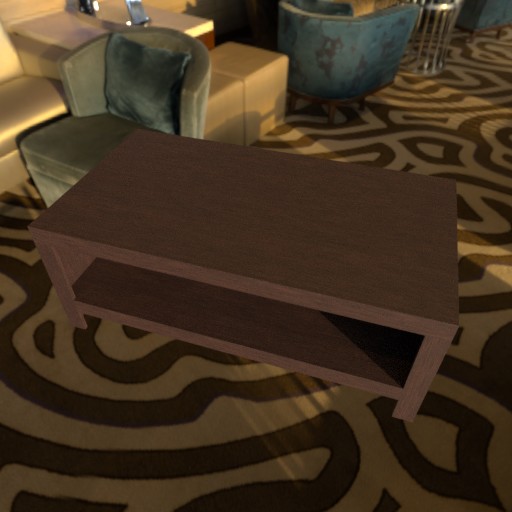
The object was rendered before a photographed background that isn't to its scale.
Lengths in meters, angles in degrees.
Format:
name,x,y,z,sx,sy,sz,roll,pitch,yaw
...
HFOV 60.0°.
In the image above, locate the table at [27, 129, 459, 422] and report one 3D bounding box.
name,x,y,z,sx,sy,sz,roll,pitch,yaw
table,0.000,0.000,1.418,1.099,0.424,0.597,12,44,13
